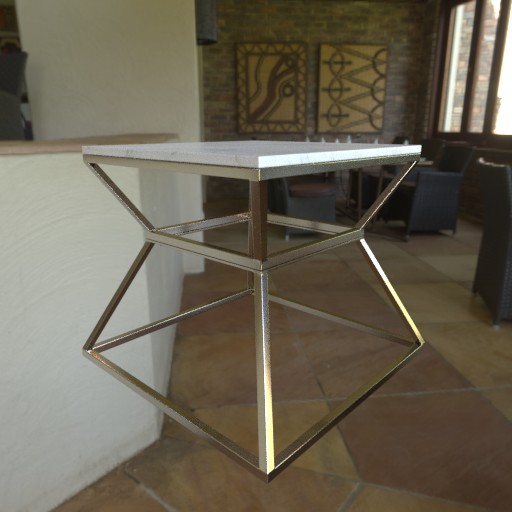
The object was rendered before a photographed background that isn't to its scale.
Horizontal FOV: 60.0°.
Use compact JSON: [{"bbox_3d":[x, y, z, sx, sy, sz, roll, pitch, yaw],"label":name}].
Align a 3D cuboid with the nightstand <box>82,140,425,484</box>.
[{"bbox_3d":[0.000,0.000,0.881,0.514,0.426,0.513,14,22,41],"label":"nightstand"}]
